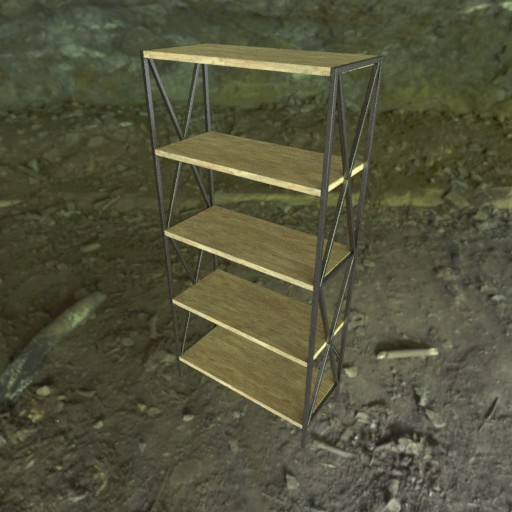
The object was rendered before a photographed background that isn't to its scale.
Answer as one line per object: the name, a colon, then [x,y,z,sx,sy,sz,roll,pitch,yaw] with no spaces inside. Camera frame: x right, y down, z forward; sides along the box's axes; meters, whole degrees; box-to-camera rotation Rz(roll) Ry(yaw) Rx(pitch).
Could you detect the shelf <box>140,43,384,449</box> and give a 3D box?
shelf: [0.000,0.000,2.156,0.874,1.803,0.386,20,36,30]
